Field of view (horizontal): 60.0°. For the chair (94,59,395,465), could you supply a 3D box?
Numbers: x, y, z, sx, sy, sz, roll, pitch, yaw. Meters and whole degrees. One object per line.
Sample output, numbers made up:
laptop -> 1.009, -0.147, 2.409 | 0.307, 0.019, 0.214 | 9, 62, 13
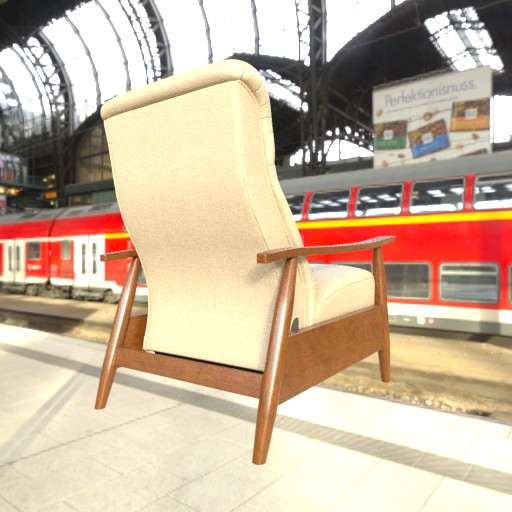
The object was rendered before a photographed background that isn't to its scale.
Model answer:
chair -> 0.000, 0.000, 1.744 | 0.762, 1.082, 1.030 | 0, 0, 36
